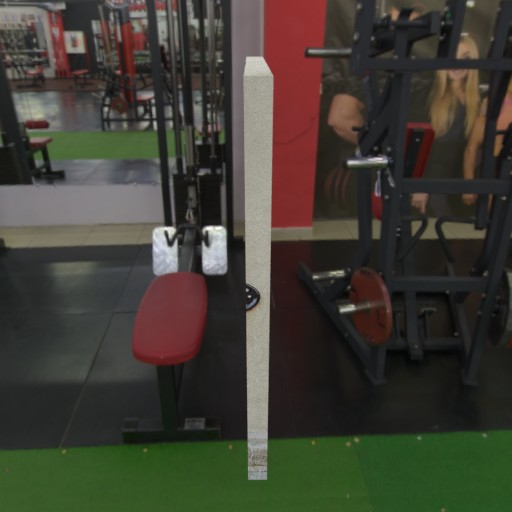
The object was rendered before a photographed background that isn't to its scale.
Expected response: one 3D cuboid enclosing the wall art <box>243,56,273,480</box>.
[{"bbox_3d":[0.000,0.000,0.957,0.038,0.764,0.508,0,27,-1],"label":"wall art"}]
